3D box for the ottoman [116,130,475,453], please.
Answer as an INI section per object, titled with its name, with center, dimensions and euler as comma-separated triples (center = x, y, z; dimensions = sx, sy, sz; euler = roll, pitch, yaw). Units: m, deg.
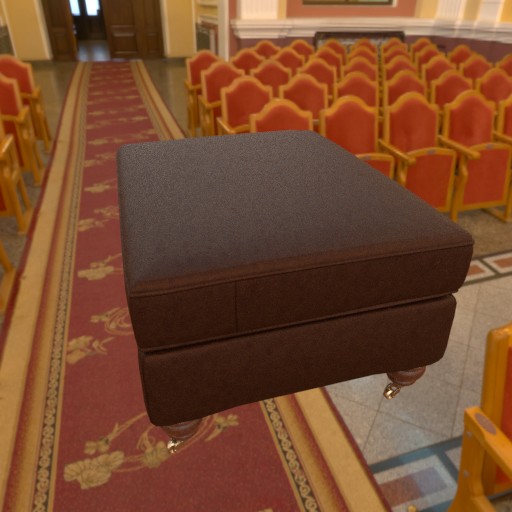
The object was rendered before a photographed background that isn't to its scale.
[ottoman]
center = 0.000, 0.000, 1.753
dimensions = 0.967, 0.730, 1.187
euler = -8, 31, -14
